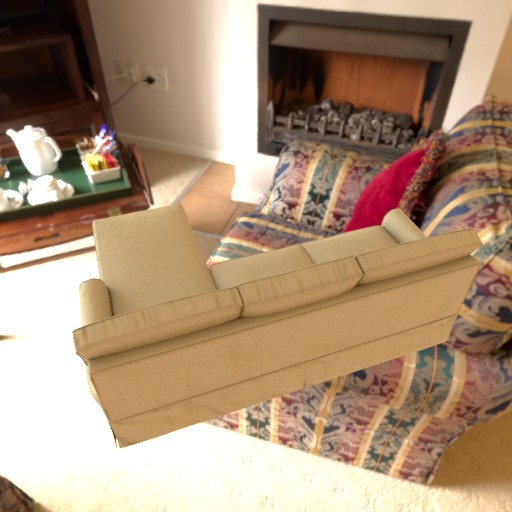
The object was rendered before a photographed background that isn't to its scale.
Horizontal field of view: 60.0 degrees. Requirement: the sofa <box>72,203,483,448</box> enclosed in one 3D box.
[{"bbox_3d":[0.000,0.000,3.250,2.475,0.978,1.733,-13,43,-15],"label":"sofa"}]
